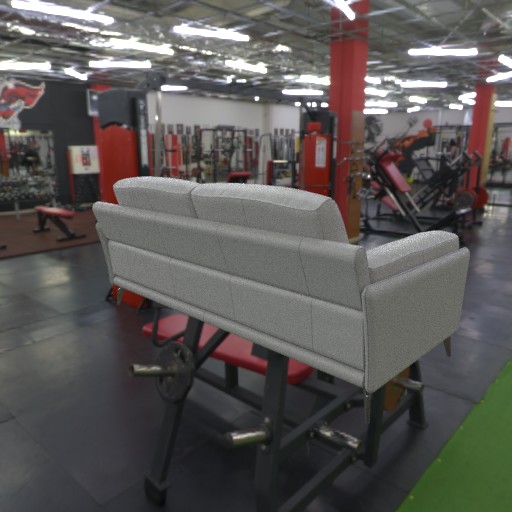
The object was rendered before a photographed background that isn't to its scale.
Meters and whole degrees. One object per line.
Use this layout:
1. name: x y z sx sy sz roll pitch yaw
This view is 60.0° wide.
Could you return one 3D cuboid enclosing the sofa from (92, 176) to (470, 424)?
1. sofa: 0.000 0.000 2.654 2.101 0.930 1.049 13 19 43
